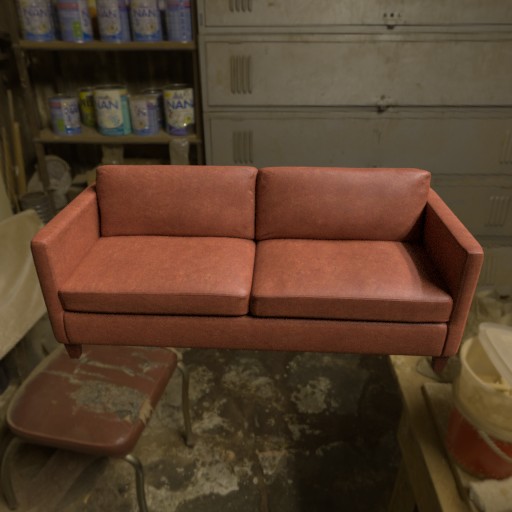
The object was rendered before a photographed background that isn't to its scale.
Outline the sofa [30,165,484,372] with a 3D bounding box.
[{"bbox_3d":[0.000,0.000,2.636,2.204,0.932,0.950,1,29,3],"label":"sofa"}]
